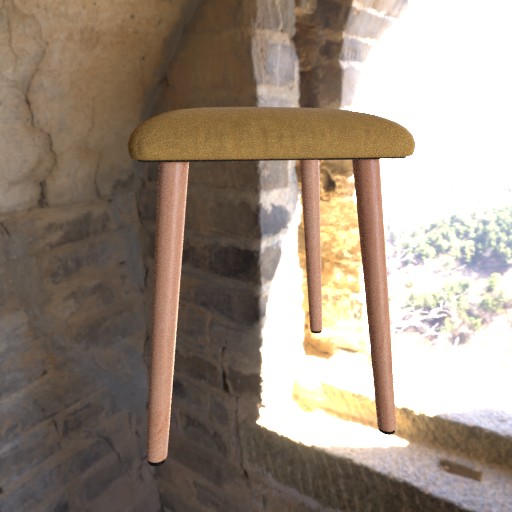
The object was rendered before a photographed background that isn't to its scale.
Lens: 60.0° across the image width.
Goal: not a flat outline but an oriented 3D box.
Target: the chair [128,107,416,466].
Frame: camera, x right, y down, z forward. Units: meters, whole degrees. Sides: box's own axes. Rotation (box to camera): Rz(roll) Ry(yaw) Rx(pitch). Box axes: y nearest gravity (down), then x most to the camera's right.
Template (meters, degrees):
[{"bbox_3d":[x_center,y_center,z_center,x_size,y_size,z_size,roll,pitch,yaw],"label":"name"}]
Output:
[{"bbox_3d":[0.000,0.000,0.694,0.350,0.440,0.350,-3,17,-10],"label":"chair"}]
